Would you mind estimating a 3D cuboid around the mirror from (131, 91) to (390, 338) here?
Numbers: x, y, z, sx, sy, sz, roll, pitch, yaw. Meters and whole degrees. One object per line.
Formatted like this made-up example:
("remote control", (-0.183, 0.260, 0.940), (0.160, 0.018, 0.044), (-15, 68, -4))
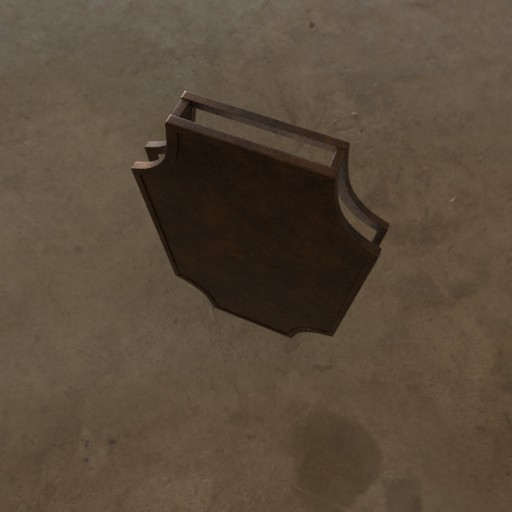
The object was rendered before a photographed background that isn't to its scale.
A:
("mirror", (0.000, 0.000, 0.993), (0.462, 0.811, 0.066), (20, 66, 9))
